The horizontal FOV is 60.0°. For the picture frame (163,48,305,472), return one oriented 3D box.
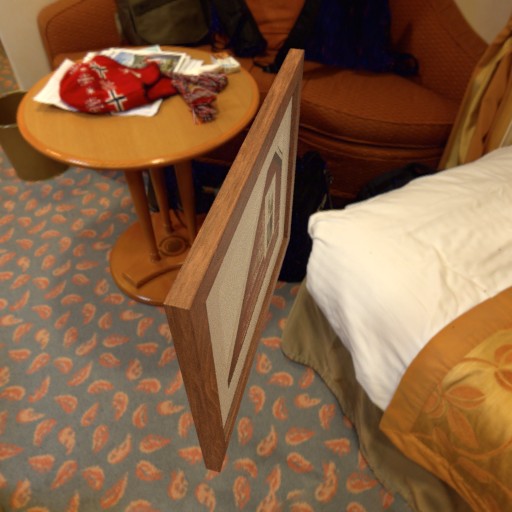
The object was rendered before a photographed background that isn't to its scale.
[{"bbox_3d":[0.000,0.000,0.744,0.025,0.457,0.559,11,48,10],"label":"picture frame"}]
